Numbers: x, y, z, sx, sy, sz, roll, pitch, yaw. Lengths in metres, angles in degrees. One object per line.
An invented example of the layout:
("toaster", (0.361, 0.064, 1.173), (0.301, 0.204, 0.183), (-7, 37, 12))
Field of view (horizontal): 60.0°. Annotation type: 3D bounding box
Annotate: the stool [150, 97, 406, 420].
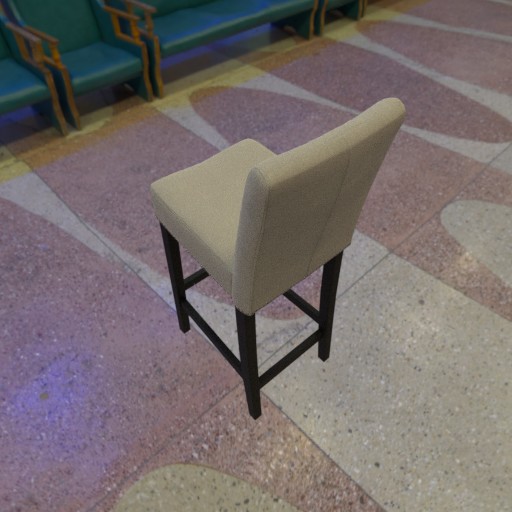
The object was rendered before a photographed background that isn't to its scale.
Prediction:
("stool", (0.000, 0.000, 1.334), (0.411, 1.047, 0.548), (-33, 54, -27))
